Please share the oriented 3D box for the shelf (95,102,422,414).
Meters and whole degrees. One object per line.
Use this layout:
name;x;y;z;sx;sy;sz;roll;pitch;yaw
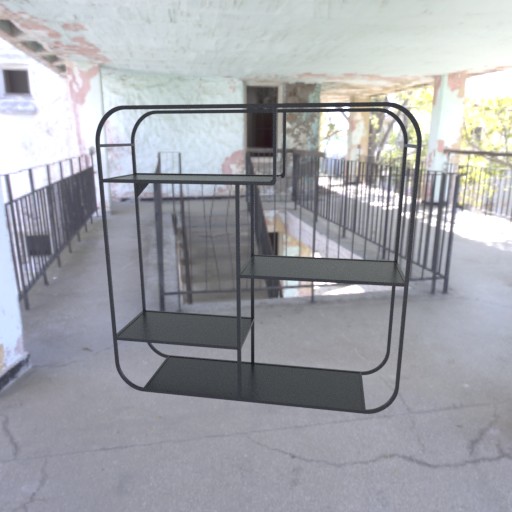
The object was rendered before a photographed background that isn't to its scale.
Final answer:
shelf;0.000;0.000;0.939;0.600;0.600;0.160;3;15;10
